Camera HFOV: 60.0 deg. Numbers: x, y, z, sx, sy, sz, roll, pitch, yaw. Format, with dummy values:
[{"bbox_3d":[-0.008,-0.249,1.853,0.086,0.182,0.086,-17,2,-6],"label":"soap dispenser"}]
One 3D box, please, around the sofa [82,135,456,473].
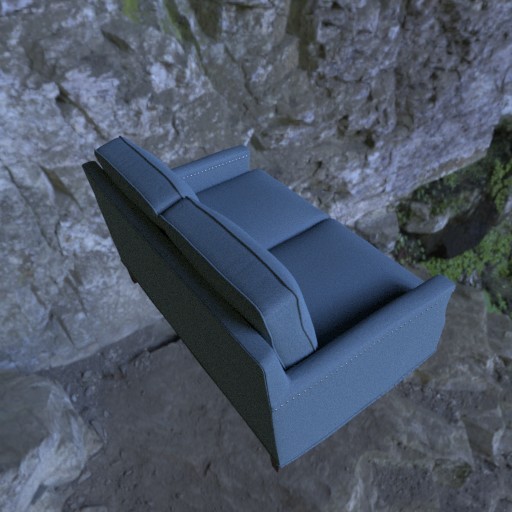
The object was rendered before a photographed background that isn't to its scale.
[{"bbox_3d":[0.000,0.000,2.213,1.084,1.003,1.597,-26,47,-27],"label":"sofa"}]
